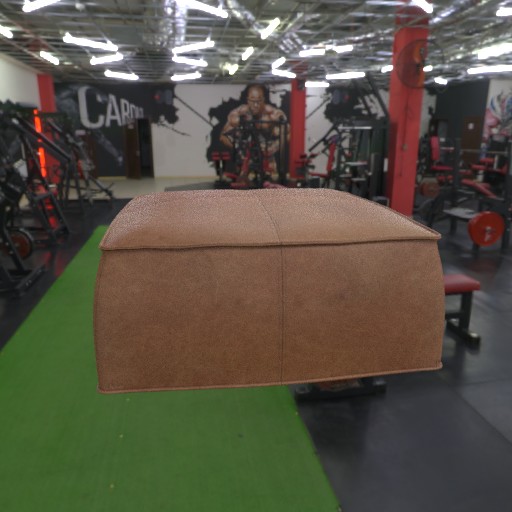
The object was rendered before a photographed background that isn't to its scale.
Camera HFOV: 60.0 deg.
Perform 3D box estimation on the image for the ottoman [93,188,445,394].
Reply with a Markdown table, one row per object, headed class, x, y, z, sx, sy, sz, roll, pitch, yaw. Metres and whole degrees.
| class | x | y | z | sx | sy | sz | roll | pitch | yaw |
| --- | --- | --- | --- | --- | --- | --- | --- | --- | --- |
| ottoman | 0.000 | 0.000 | 1.430 | 0.902 | 0.395 | 0.901 | -2 | 16 | -7 |
